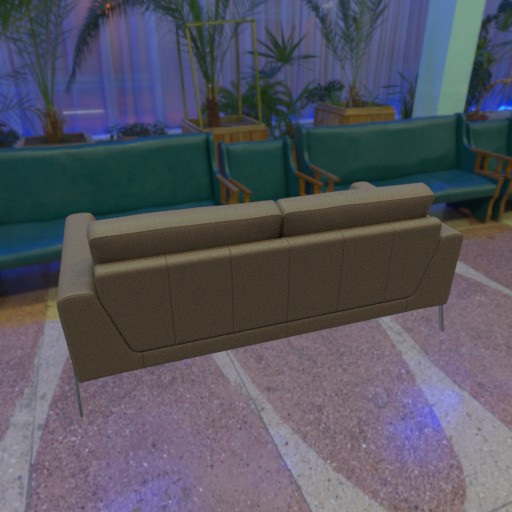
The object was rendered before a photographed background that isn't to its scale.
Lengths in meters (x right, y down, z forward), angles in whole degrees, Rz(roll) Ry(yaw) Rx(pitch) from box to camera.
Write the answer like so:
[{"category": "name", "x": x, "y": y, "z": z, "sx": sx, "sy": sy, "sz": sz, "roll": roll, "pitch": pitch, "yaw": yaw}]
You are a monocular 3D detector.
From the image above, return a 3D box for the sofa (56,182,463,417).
[{"category": "sofa", "x": 0.000, "y": 0.000, "z": 2.508, "sx": 2.017, "sy": 0.875, "sz": 0.953, "roll": -9, "pitch": 28, "yaw": -17}]
